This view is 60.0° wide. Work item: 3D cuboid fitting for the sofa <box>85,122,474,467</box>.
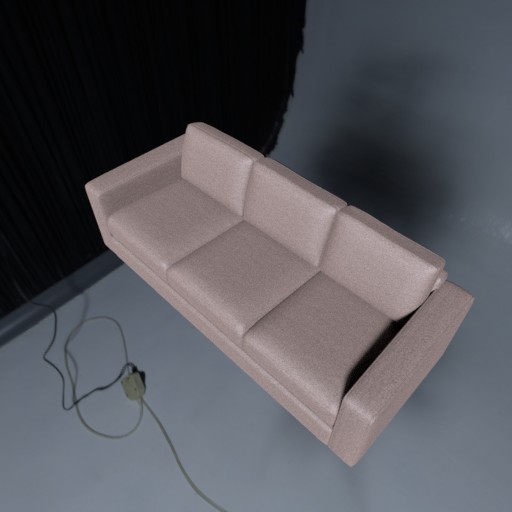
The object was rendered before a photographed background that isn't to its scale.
[{"bbox_3d":[0.000,0.000,2.590,2.160,0.806,0.900,36,56,29],"label":"sofa"}]
